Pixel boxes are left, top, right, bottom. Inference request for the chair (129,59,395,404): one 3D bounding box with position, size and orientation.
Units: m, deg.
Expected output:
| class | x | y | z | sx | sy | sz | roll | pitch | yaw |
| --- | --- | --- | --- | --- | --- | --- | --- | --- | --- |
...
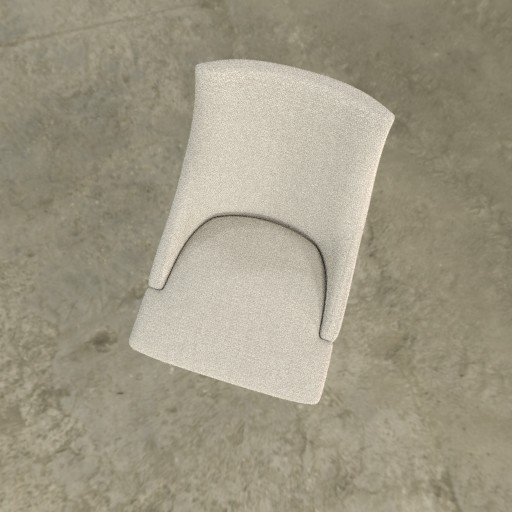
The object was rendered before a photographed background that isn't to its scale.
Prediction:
| class | x | y | z | sx | sy | sz | roll | pitch | yaw |
| --- | --- | --- | --- | --- | --- | --- | --- | --- | --- |
| chair | 0.000 | 0.000 | 1.522 | 0.701 | 0.909 | 0.861 | 16 | 76 | 4 |
